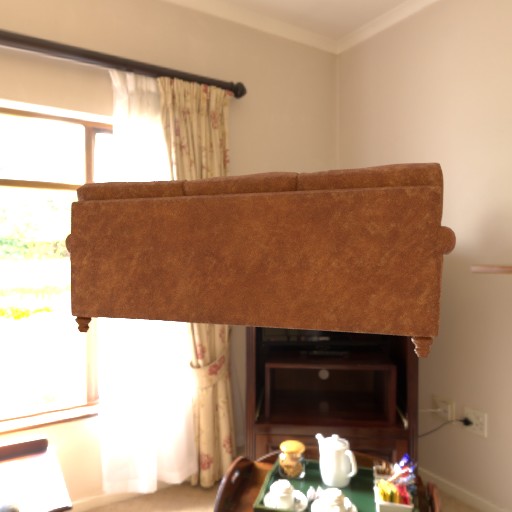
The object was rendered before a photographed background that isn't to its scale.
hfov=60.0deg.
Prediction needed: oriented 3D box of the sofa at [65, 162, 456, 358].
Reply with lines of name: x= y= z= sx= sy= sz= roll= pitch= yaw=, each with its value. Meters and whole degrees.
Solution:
sofa: x=0.000 y=0.000 z=2.884 sx=2.351 sy=0.977 sz=0.973 roll=0 pitch=1 yaw=19
